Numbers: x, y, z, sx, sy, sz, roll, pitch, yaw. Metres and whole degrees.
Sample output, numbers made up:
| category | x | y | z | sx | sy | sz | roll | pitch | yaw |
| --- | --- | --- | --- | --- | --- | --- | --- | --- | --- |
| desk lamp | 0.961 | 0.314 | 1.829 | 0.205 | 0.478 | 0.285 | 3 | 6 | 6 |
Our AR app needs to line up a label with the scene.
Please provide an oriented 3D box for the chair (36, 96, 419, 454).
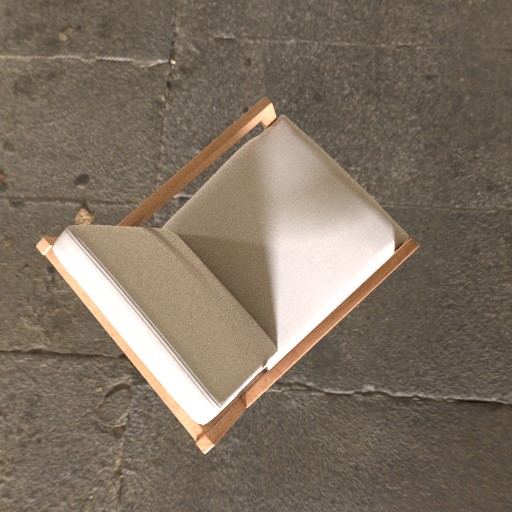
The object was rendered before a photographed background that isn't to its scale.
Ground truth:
| category | x | y | z | sx | sy | sz | roll | pitch | yaw |
| --- | --- | --- | --- | --- | --- | --- | --- | --- | --- |
| chair | 0.000 | 0.000 | 1.385 | 0.857 | 0.790 | 0.622 | -41 | 79 | -9 |
